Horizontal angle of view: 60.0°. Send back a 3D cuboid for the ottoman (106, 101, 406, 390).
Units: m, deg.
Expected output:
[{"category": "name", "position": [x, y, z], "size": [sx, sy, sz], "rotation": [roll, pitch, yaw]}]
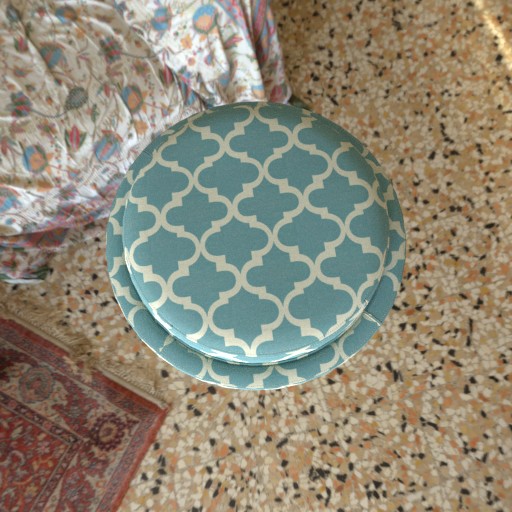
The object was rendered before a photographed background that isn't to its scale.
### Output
[{"category": "ottoman", "position": [0.000, 0.000, 0.833], "size": [0.480, 0.429, 0.480], "rotation": [0, 75, 0]}]
